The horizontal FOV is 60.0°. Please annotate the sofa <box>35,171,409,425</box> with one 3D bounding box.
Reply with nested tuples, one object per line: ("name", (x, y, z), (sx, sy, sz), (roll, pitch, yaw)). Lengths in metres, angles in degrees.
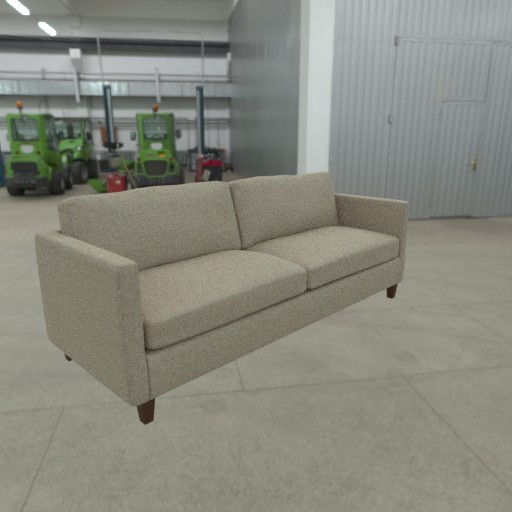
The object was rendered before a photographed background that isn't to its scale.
("sofa", (0.000, 0.000, 2.915), (0.951, 0.965, 2.434), (15, 21, 43))
